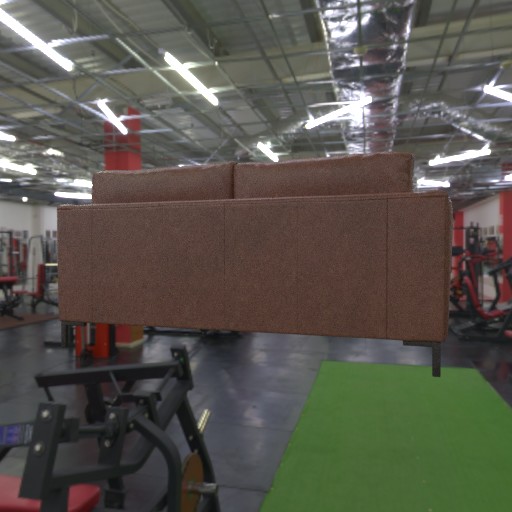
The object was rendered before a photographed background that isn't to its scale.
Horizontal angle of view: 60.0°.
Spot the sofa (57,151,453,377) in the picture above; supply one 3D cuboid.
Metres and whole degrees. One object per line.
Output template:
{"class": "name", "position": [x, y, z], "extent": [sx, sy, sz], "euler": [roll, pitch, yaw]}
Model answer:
{"class": "sofa", "position": [0.000, 0.000, 2.295], "extent": [1.797, 0.883, 0.899], "euler": [0, 1, 17]}
